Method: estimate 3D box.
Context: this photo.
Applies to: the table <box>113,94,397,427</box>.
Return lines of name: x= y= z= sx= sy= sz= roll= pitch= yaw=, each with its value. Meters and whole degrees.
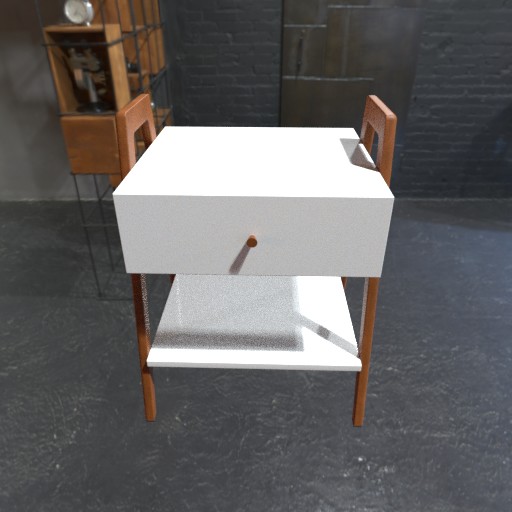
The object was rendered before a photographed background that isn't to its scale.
table: x=0.000 y=0.000 z=0.922 sx=0.457 sy=0.610 sz=0.405 roll=1 pitch=31 yaw=1
